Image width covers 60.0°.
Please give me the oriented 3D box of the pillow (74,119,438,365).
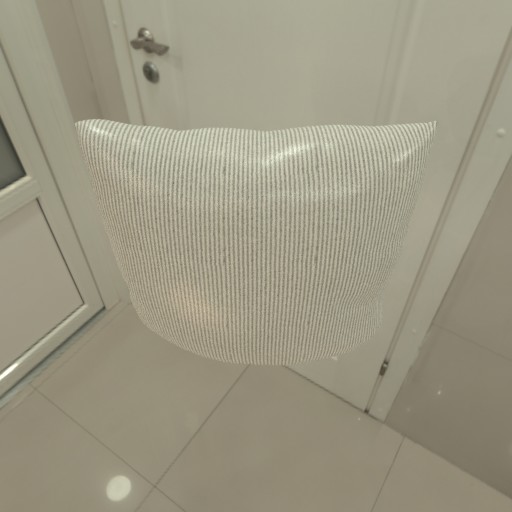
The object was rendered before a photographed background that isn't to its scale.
[{"bbox_3d":[0.000,0.000,0.675,0.387,0.432,0.310,26,51,23],"label":"pillow"}]
